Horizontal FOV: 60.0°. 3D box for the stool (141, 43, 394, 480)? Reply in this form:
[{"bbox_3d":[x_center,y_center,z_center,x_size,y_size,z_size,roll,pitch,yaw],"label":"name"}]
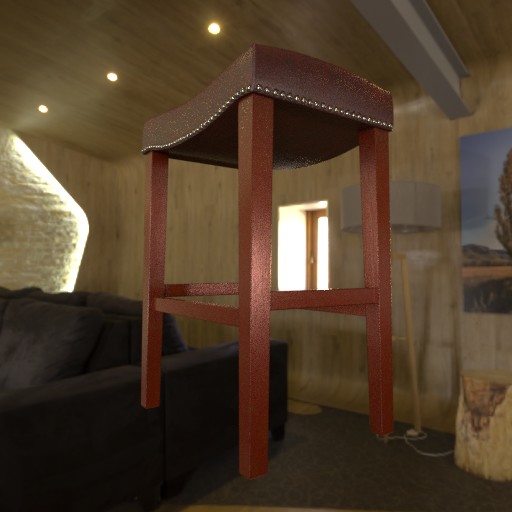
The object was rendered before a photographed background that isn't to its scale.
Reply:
[{"bbox_3d":[0.000,0.000,1.023,0.372,0.742,0.504,1,-2,-35],"label":"stool"}]
